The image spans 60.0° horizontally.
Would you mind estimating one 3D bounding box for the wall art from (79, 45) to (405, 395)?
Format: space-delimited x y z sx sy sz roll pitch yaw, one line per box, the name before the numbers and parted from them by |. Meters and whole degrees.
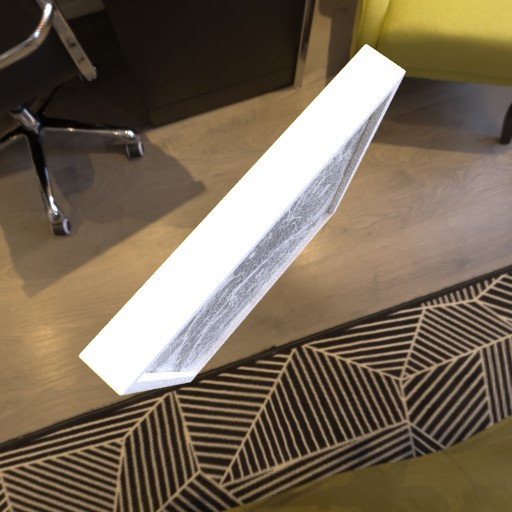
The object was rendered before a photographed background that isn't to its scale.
wall art | 0.000 0.000 0.453 0.038 0.305 0.305 39 79 9
